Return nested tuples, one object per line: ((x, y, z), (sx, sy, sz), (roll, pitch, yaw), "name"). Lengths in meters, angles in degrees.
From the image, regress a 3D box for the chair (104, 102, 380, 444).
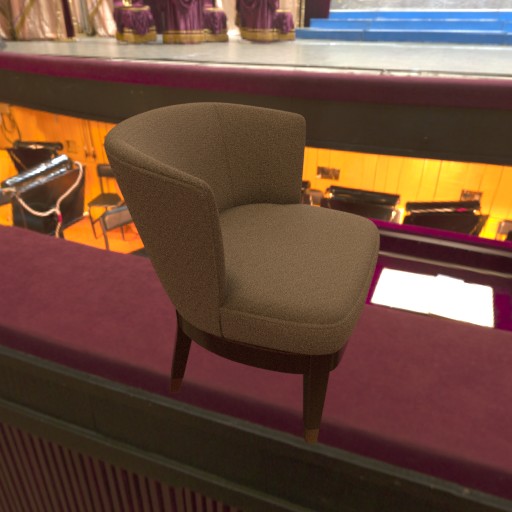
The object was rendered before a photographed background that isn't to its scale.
((0.000, 0.000, 1.273), (0.660, 0.760, 0.700), (10, 30, 18), "chair")
